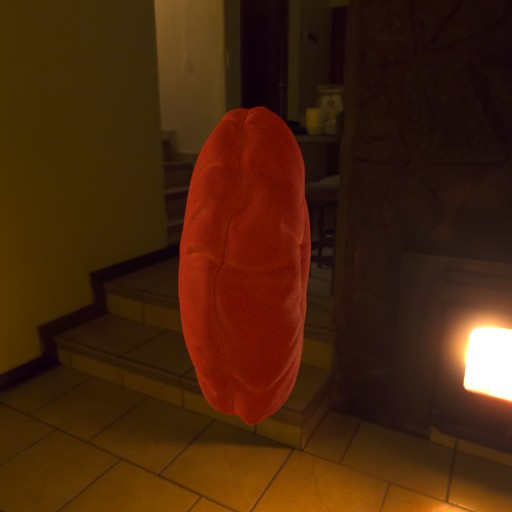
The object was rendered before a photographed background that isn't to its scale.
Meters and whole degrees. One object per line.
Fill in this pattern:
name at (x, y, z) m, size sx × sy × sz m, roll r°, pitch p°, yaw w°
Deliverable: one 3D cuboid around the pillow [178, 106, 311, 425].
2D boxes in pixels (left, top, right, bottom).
pillow at (0.000, 0.000, 0.637) m, size 0.148 × 0.407 × 0.428 m, roll 2°, pitch 15°, yaw 9°
